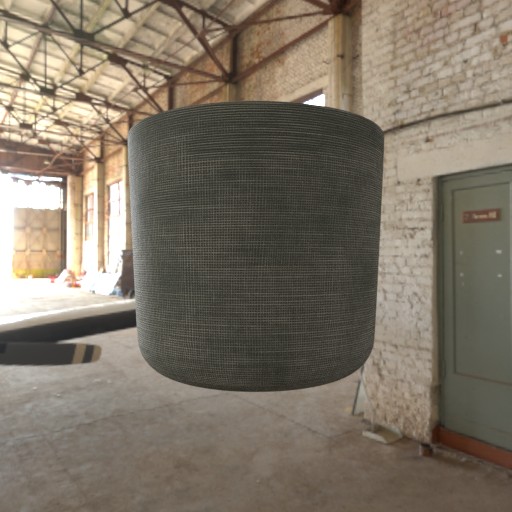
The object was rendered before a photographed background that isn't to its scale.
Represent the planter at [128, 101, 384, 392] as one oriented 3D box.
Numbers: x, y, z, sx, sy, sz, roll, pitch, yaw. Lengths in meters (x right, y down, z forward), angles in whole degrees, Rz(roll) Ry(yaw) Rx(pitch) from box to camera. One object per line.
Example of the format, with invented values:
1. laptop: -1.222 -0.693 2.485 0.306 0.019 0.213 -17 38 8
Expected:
1. planter: 0.000 0.000 0.789 0.440 0.398 0.440 0 0 0
